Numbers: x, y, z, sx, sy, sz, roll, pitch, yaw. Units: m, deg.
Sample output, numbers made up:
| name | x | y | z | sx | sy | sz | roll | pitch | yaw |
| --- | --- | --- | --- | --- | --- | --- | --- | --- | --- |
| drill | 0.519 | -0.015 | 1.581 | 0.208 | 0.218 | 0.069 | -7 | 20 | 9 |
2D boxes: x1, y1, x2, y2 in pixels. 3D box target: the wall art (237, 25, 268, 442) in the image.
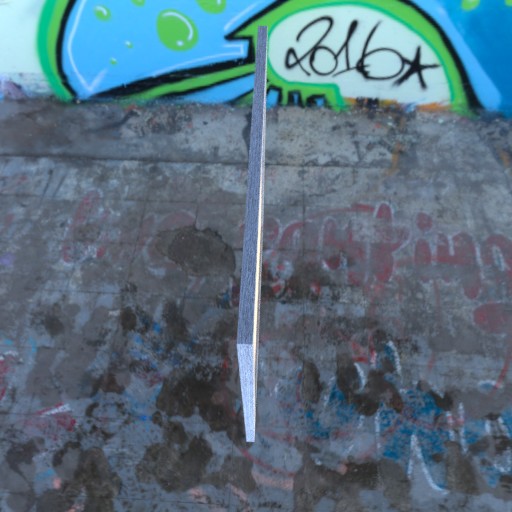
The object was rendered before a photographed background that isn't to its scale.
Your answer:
| name | x | y | z | sx | sy | sz | roll | pitch | yaw |
| --- | --- | --- | --- | --- | --- | --- | --- | --- | --- |
| wall art | 0.000 | 0.000 | 1.016 | 0.020 | 0.685 | 0.685 | 2 | 58 | 1 |
